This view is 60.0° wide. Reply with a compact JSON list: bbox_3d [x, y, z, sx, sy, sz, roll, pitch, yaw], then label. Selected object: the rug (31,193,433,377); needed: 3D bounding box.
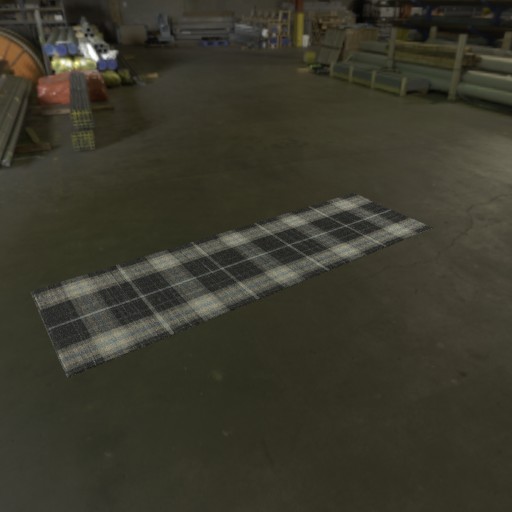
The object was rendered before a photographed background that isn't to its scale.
[{"bbox_3d":[0.000,0.000,2.711,2.434,0.012,0.760,-19,35,-29],"label":"rug"}]
